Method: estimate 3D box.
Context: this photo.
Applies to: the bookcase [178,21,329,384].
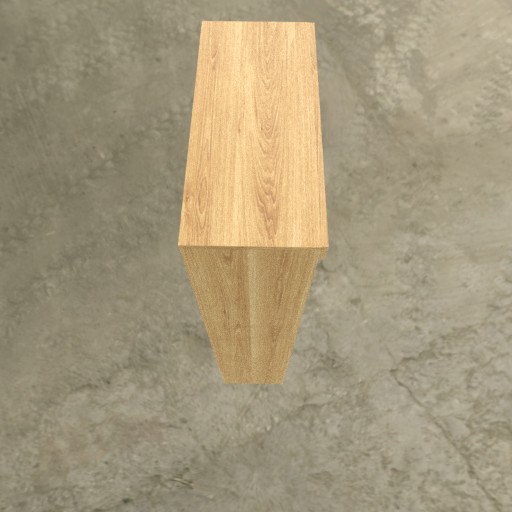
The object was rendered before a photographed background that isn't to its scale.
[{"bbox_3d":[0.000,0.000,2.348,0.420,2.020,0.950,1,63,0],"label":"bookcase"}]
